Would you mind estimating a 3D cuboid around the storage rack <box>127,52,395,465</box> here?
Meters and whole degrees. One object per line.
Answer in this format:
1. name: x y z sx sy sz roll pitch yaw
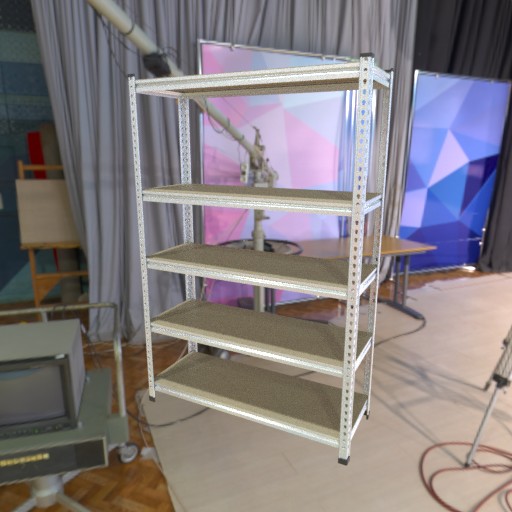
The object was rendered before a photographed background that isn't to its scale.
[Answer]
1. storage rack: 0.000 0.000 2.360 1.219 1.829 0.457 7 16 26
